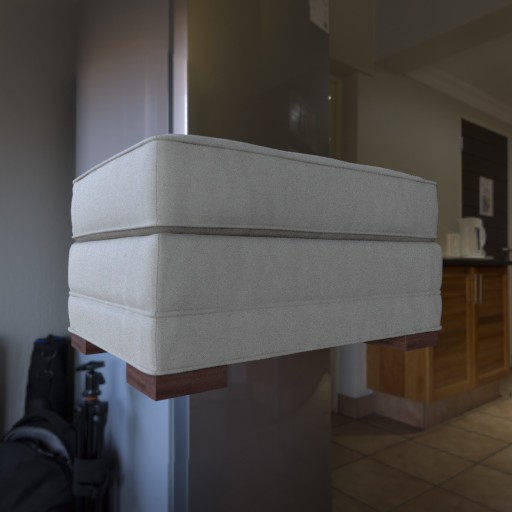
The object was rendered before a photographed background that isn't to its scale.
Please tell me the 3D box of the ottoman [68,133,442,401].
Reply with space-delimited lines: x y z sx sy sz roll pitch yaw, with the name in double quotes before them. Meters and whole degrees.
"ottoman" 0.000 0.000 1.193 0.848 0.482 0.611 0 0 -36
